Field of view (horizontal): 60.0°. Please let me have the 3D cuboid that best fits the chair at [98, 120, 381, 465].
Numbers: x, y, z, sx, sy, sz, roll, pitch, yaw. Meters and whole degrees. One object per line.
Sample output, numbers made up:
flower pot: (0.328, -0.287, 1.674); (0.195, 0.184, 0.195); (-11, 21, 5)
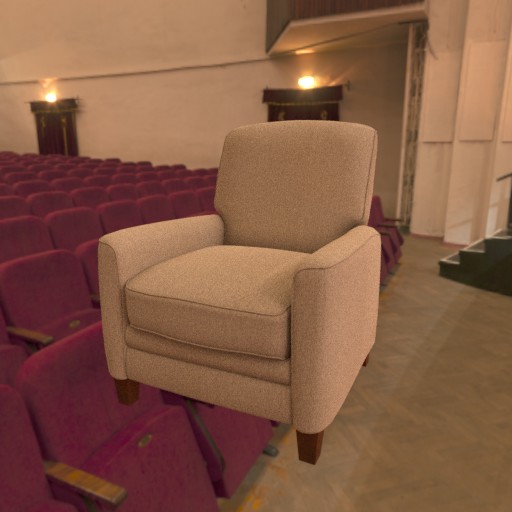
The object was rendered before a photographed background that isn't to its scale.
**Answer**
chair: (0.000, 0.000, 1.652); (0.848, 1.014, 0.864); (7, 15, 25)
